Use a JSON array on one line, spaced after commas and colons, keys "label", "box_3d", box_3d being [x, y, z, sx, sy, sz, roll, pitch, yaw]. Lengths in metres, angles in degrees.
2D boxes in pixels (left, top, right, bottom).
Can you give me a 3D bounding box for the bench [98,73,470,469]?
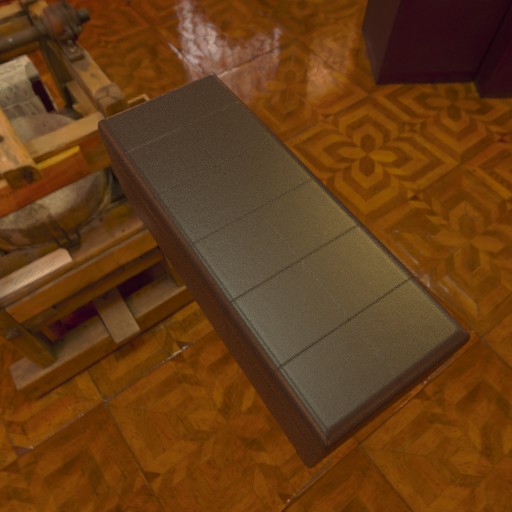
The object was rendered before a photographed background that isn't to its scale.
[{"label": "bench", "box_3d": [0.000, 0.000, 1.323, 0.429, 0.457, 1.092, -30, 63, -17]}]
